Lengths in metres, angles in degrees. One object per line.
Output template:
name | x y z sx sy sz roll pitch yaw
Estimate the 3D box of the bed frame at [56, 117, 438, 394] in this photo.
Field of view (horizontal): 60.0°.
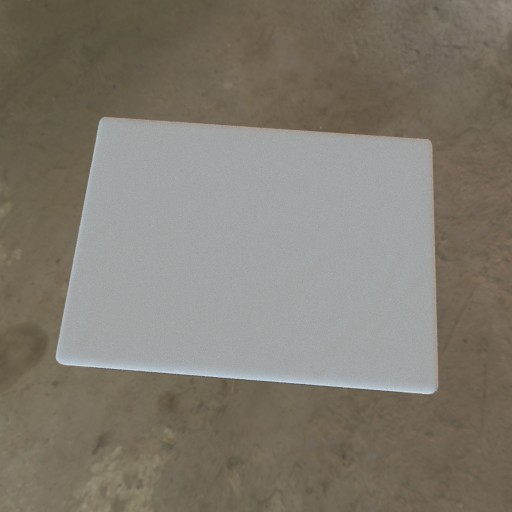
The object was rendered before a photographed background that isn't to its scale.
bed frame | 0.000 0.000 2.588 1.900 0.561 1.400 4 75 1
